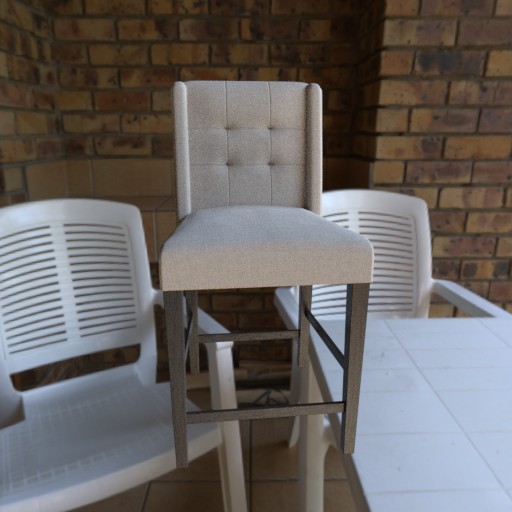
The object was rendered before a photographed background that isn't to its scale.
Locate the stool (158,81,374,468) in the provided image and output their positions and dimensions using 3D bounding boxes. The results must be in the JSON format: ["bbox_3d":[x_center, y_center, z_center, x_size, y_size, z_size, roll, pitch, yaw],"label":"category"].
[{"bbox_3d":[0.000,0.000,1.211,0.474,0.939,0.509,-2,16,-7],"label":"stool"}]
